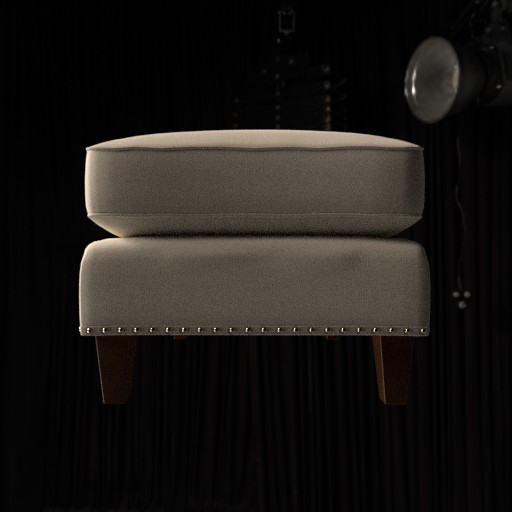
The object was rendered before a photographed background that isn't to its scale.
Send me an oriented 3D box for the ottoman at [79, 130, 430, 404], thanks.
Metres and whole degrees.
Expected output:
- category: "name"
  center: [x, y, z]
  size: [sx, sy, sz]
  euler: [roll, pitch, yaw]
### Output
- category: "ottoman"
  center: [0.000, 0.000, 1.090]
  size: [0.584, 0.513, 0.741]
  euler: [0, -1, 0]
